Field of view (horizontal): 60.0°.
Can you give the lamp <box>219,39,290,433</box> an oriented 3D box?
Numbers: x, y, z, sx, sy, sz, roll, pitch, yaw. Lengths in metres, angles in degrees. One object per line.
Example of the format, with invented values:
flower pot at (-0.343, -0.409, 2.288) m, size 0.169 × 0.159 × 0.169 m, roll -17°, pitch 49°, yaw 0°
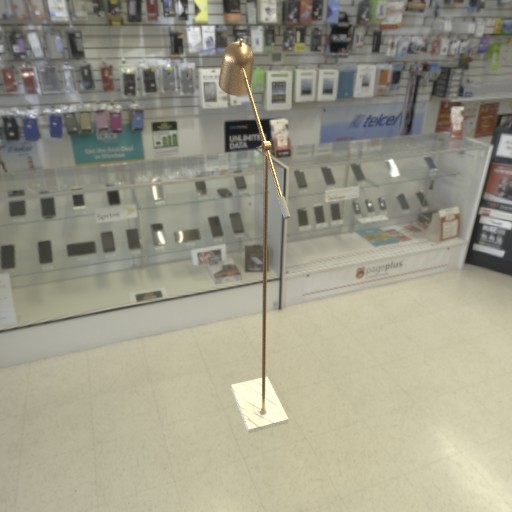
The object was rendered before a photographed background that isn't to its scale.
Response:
lamp at (0.000, 0.000, 1.819) m, size 0.194 × 1.594 × 0.653 m, roll -9°, pitch 29°, yaw -16°
